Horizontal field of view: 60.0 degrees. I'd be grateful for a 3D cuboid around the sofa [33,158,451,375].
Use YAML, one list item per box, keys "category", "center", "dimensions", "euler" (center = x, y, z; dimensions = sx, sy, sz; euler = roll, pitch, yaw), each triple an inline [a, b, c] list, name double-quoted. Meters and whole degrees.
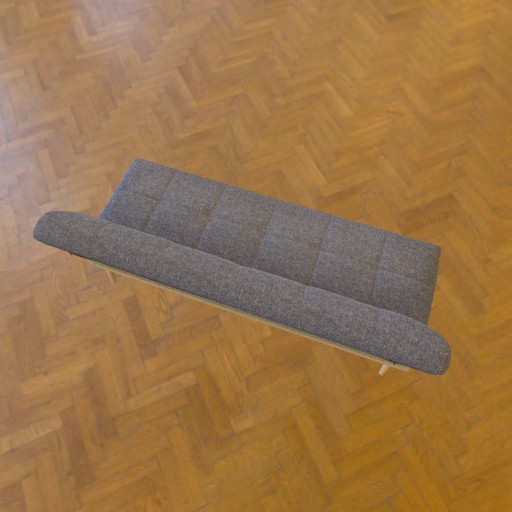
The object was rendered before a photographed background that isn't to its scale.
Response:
- category: "sofa"
  center: [0.000, 0.000, 2.260]
  dimensions: [1.820, 0.770, 0.820]
  euler: [18, 64, 9]
